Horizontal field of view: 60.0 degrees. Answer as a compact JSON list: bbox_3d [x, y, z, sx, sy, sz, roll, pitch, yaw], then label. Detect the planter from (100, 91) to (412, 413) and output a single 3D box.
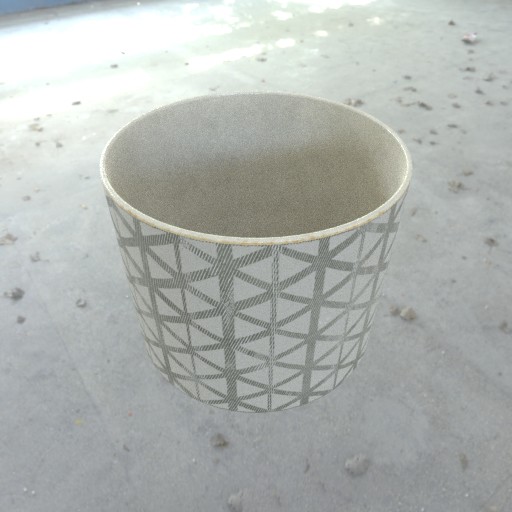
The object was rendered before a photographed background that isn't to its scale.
[{"bbox_3d":[0.000,0.000,0.443,0.250,0.239,0.250,0,41,0],"label":"planter"}]
